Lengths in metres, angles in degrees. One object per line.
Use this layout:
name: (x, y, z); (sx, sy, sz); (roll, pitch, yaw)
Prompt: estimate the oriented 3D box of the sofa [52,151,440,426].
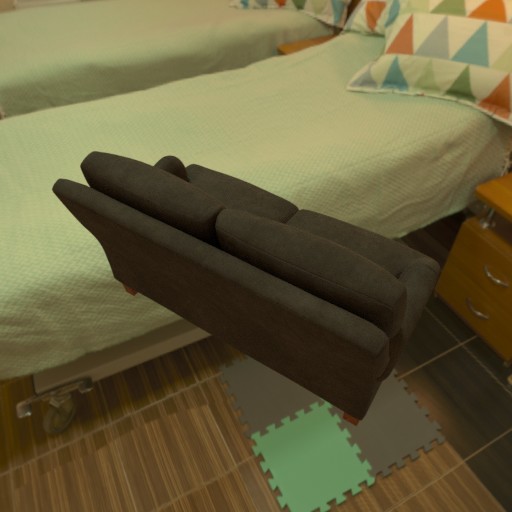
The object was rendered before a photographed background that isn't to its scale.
sofa: (0.000, 0.000, 2.523); (1.853, 1.101, 1.084); (25, 51, 23)
